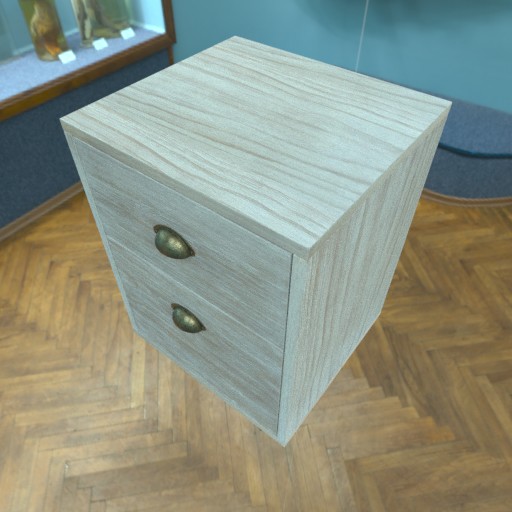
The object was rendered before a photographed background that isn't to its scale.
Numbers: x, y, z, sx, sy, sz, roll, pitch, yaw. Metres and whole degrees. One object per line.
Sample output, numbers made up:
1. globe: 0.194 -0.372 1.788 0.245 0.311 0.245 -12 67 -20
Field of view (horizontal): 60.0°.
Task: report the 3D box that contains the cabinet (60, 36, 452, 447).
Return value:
1. cabinet: 0.000 0.000 0.829 0.409 0.579 0.401 29 53 25
